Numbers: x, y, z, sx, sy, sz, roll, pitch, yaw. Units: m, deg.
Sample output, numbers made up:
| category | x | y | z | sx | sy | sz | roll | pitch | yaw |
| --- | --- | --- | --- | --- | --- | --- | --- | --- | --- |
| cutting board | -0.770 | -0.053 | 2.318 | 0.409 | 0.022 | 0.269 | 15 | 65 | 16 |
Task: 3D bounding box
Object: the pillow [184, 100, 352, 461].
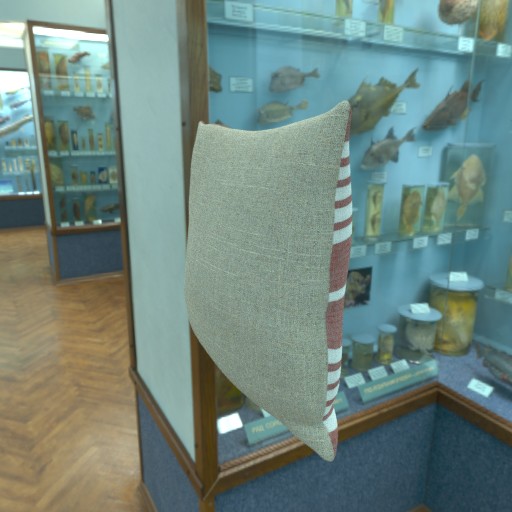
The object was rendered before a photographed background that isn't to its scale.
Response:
| category | x | y | z | sx | sy | sz | roll | pitch | yaw |
| --- | --- | --- | --- | --- | --- | --- | --- | --- | --- |
| pillow | 0.000 | 0.000 | 0.685 | 0.182 | 0.427 | 0.439 | -8 | 17 | -27 |
